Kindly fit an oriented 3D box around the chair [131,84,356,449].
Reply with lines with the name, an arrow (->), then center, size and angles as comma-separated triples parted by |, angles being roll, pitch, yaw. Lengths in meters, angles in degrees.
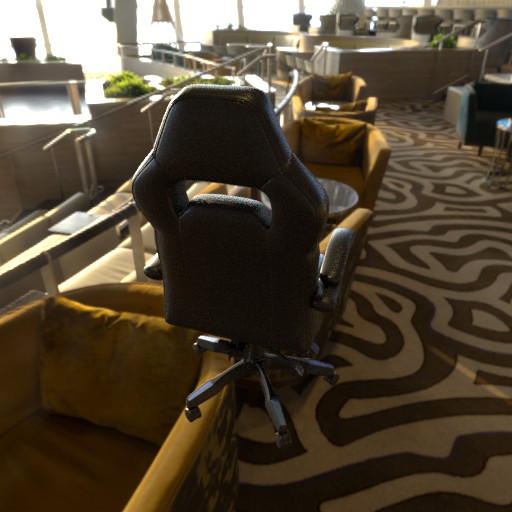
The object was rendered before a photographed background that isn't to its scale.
chair -> 0.000, 0.000, 1.661 | 0.700, 1.280, 0.700 | 9, 31, 16
